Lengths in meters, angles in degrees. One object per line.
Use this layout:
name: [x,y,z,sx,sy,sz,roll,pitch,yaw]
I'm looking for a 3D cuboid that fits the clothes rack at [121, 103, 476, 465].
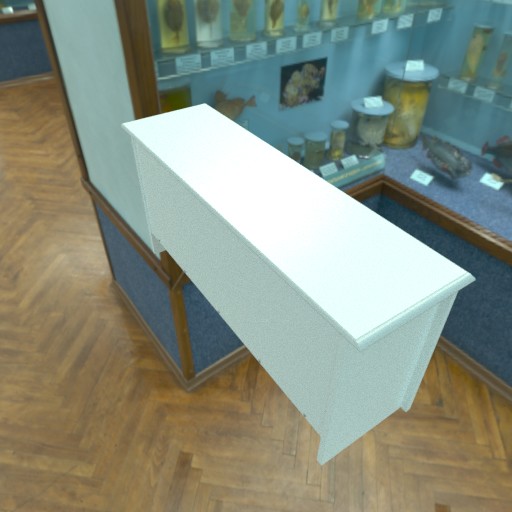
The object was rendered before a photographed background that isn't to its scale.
clothes rack: [0.000,0.000,1.351,0.324,0.531,1.120,-24,45,-25]
